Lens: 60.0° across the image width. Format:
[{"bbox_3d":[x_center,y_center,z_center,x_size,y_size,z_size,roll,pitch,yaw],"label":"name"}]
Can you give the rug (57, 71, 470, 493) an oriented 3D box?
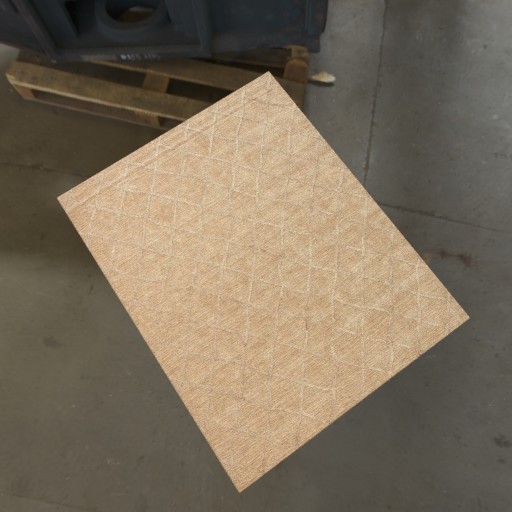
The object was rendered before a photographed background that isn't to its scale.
[{"bbox_3d":[0.000,0.000,3.998,2.420,0.019,3.039,-34,78,-8],"label":"rug"}]
